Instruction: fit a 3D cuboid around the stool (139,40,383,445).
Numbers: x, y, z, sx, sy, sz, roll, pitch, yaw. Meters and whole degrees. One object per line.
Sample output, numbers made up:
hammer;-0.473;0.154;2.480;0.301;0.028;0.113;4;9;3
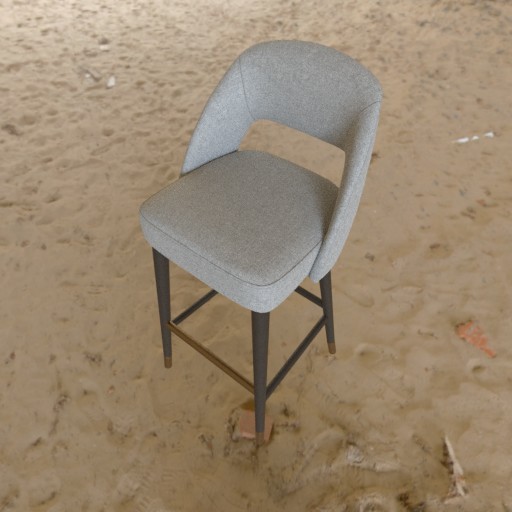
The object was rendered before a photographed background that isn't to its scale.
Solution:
stool;0.000;0.000;1.280;0.494;1.037;0.509;30;53;27
